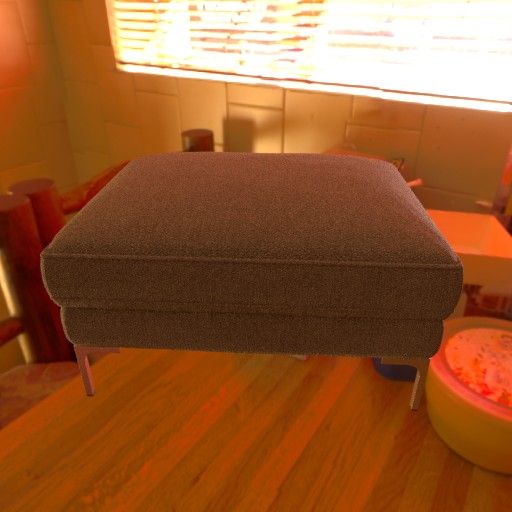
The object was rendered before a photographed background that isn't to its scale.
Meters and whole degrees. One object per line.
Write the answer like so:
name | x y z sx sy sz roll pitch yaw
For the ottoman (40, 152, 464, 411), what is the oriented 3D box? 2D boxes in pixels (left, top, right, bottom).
ottoman | 0.000 0.000 1.121 0.785 0.464 0.583 2 29 3
